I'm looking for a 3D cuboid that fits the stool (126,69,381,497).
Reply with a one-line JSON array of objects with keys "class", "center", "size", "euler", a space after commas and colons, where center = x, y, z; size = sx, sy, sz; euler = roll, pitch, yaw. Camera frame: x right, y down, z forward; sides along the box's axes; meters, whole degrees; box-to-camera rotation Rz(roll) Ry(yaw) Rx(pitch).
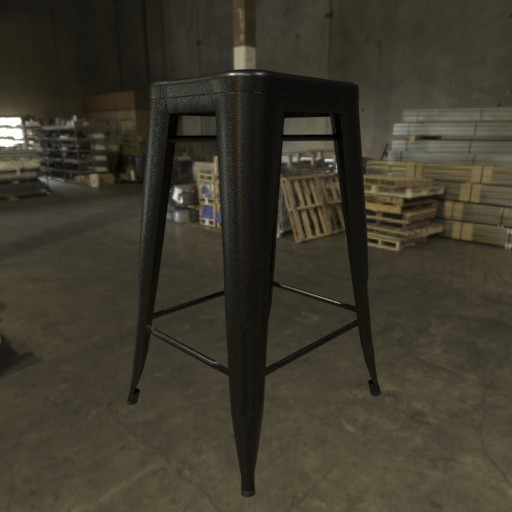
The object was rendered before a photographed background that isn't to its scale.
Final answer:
[{"class": "stool", "center": [0.000, 0.000, 0.833], "size": [0.359, 0.609, 0.399], "euler": [15, 21, 42]}]
